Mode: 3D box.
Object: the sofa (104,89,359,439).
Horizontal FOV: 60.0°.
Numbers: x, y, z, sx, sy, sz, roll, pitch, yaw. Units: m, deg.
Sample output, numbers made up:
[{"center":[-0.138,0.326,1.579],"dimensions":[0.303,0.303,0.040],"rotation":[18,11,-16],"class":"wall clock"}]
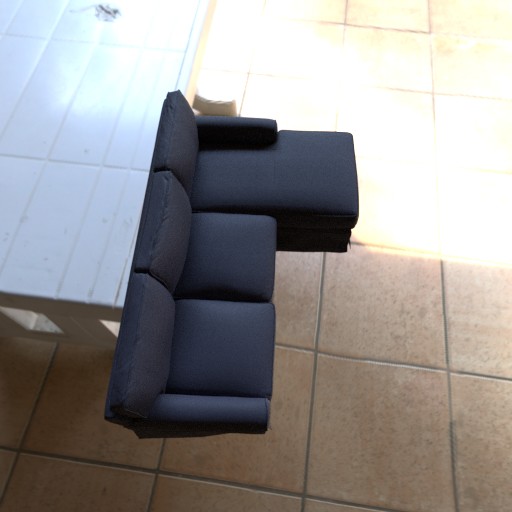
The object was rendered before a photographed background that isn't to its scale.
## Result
[{"center":[0.000,0.000,3.310],"dimensions":[1.637,1.039,2.518],"rotation":[2,62,1],"class":"sofa"}]
